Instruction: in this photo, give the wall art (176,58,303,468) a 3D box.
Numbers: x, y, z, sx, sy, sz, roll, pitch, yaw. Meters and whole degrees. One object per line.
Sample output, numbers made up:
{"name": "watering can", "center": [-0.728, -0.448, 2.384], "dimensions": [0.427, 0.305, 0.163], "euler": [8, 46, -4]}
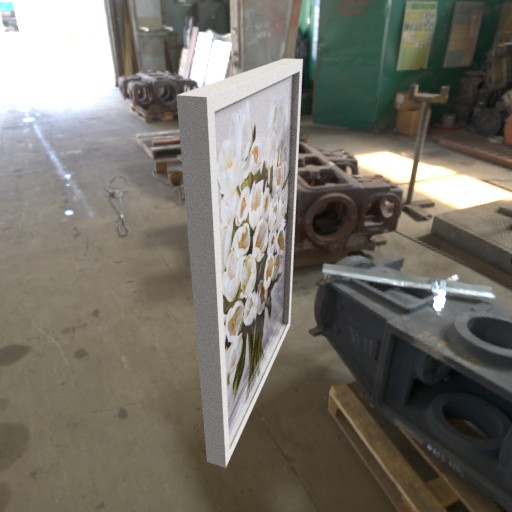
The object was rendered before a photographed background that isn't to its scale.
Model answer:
{"name": "wall art", "center": [0.000, 0.000, 0.556], "dimensions": [0.025, 0.428, 0.293], "euler": [10, 31, 17]}
